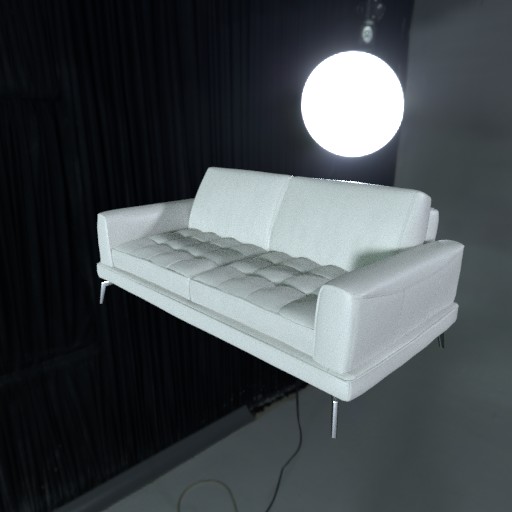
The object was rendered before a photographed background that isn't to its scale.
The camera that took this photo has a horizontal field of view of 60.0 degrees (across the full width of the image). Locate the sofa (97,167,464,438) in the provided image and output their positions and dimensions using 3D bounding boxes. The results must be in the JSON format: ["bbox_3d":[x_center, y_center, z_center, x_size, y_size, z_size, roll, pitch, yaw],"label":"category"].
[{"bbox_3d":[0.000,0.000,2.747,1.121,0.930,2.177,-16,23,-42],"label":"sofa"}]
